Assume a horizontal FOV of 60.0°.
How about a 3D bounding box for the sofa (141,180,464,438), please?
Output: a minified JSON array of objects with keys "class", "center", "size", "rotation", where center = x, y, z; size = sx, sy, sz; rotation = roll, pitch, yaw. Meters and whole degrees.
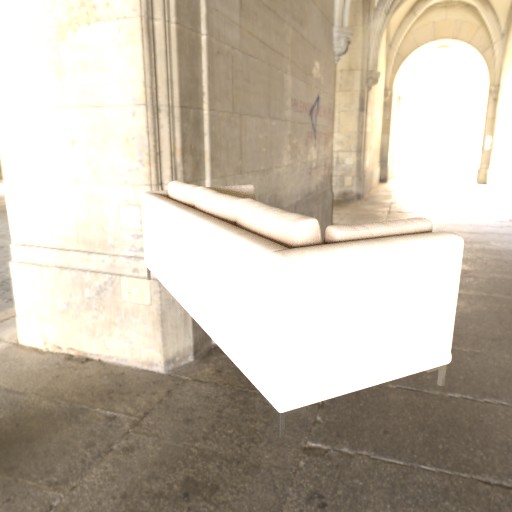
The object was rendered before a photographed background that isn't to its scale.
[{"class":"sofa","center":[0.000,0.000,2.921],"size":[0.969,0.867,2.415],"rotation":[-7,16,-25]}]
